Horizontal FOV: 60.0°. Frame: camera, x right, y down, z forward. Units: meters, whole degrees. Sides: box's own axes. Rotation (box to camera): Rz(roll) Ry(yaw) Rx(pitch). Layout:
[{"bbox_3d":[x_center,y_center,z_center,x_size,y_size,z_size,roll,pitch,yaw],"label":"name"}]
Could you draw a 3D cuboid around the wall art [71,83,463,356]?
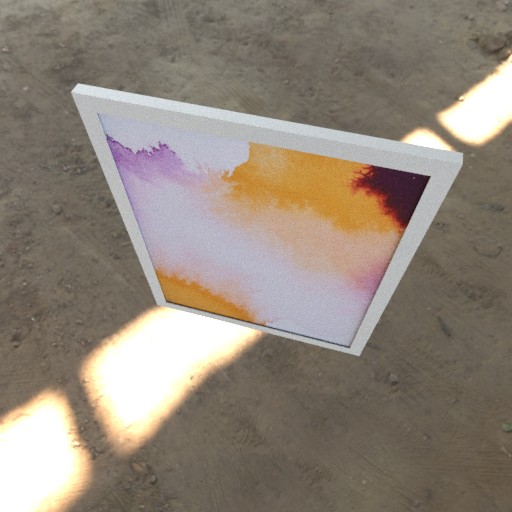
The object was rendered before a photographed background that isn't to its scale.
[{"bbox_3d":[0.000,0.000,1.070,0.661,0.811,0.026,13,58,8],"label":"wall art"}]
